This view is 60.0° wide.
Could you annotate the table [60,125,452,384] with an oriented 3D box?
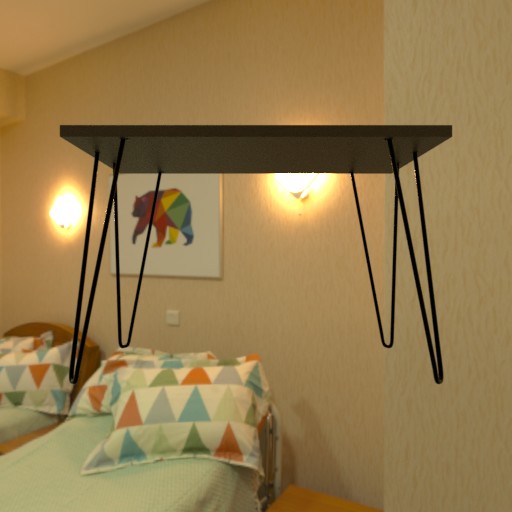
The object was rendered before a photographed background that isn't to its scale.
[{"bbox_3d":[0.000,0.000,1.367,0.991,0.660,0.499,0,0,0],"label":"table"}]
